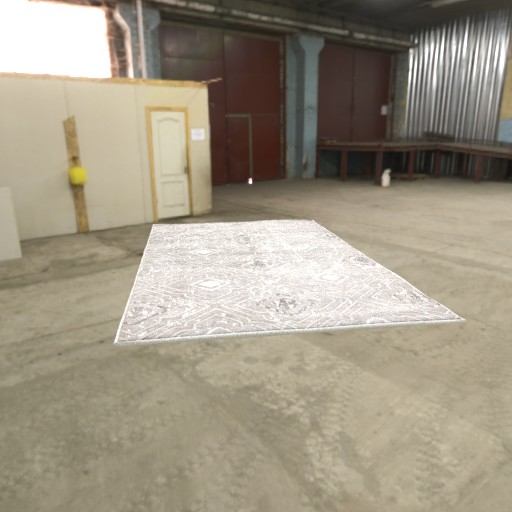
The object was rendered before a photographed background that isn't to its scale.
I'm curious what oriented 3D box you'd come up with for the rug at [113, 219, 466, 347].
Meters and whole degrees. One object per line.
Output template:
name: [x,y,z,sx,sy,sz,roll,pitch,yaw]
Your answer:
rug: [0.000,0.000,3.036,1.537,0.036,2.447,-2,16,-9]
